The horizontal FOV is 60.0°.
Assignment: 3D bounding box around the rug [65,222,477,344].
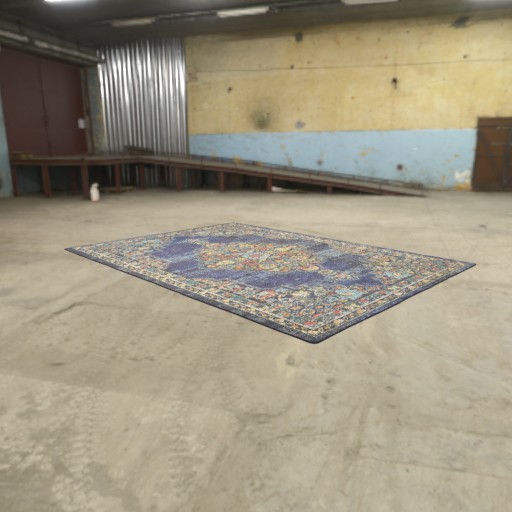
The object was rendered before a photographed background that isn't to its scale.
[{"bbox_3d":[0.000,0.000,2.928,2.232,0.009,1.630,13,19,43],"label":"rug"}]
